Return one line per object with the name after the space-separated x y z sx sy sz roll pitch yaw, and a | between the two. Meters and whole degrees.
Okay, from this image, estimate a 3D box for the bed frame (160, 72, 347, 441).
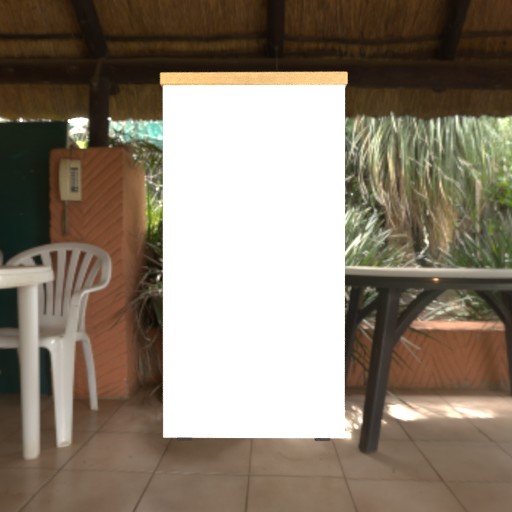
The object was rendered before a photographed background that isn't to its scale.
0.000 0.000 1.667 0.430 0.850 1.300 0 0 1 | bed frame
